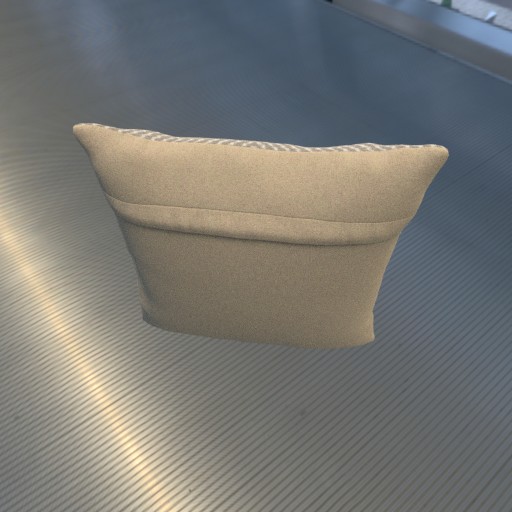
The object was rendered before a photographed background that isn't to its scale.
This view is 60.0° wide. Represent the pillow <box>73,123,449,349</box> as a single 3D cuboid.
[{"bbox_3d":[0.000,0.000,0.709,0.459,0.458,0.181,5,48,4],"label":"pillow"}]
